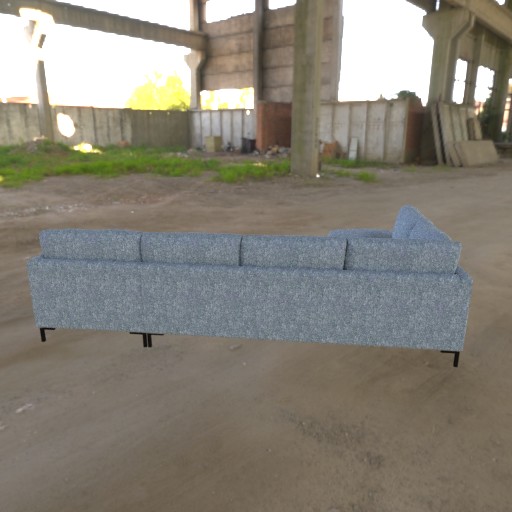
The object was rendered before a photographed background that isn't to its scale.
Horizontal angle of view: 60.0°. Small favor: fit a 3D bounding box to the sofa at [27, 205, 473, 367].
[{"bbox_3d":[0.000,0.000,3.555,2.737,0.756,1.879,2,16,7],"label":"sofa"}]
